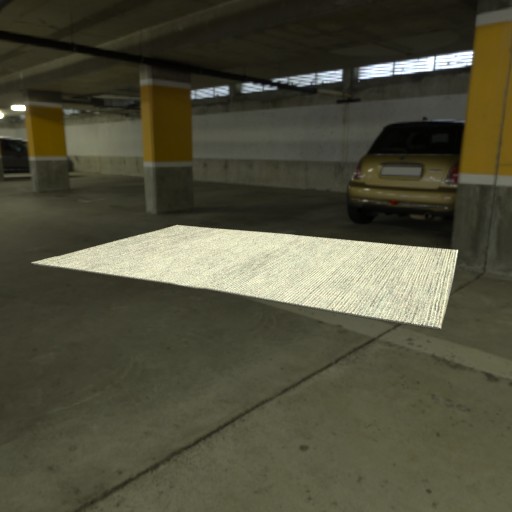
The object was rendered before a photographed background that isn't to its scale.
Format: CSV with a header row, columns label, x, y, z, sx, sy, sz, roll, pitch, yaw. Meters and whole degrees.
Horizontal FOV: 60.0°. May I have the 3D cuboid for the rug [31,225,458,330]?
label,x,y,z,sx,sy,sz,roll,pitch,yaw
rug,0.000,0.000,2.189,1.789,0.021,1.159,7,15,25
